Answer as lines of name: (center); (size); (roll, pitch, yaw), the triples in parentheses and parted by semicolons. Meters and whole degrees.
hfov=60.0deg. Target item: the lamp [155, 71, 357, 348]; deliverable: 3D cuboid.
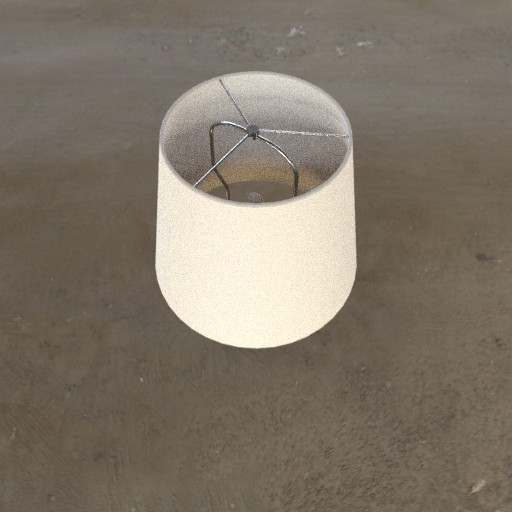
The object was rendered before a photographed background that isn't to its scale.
lamp: (0.000, 0.000, 0.796); (0.355, 0.582, 0.355); (0, 58, 0)
